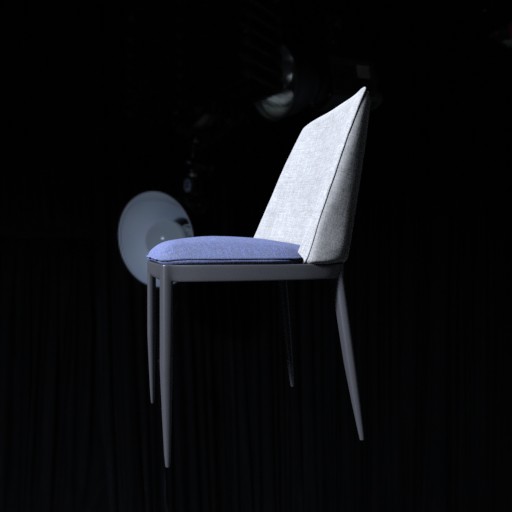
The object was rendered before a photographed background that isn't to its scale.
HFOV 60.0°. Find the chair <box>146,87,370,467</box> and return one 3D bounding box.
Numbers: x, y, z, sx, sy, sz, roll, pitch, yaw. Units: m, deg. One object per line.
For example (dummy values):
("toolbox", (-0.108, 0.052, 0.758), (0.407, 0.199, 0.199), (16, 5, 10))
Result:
("chair", (0.000, 0.000, 1.171), (0.550, 0.855, 0.488), (0, 1, -17))
